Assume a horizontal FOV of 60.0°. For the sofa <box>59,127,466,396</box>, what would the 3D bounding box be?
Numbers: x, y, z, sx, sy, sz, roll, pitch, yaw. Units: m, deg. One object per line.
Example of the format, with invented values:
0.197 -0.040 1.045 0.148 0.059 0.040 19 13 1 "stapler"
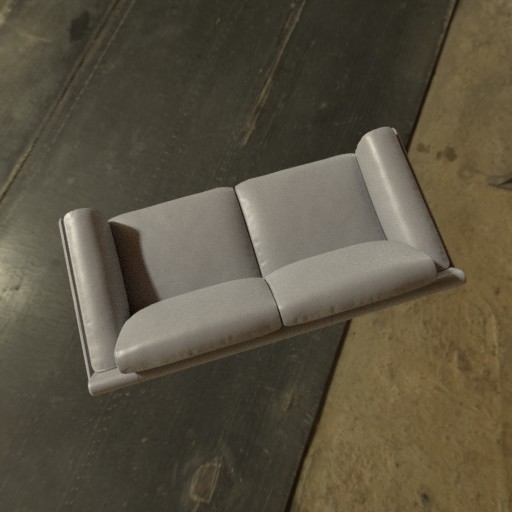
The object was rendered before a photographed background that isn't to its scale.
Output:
0.000 0.000 2.626 2.101 0.930 1.049 -16 76 -4 "sofa"
